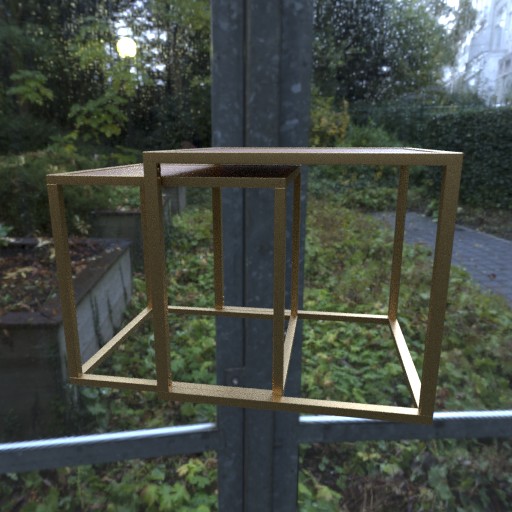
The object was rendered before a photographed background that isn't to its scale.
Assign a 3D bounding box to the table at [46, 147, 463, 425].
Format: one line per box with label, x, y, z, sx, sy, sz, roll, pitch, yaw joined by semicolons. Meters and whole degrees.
table;0.000;0.000;1.076;0.762;0.505;0.505;2;15;9
